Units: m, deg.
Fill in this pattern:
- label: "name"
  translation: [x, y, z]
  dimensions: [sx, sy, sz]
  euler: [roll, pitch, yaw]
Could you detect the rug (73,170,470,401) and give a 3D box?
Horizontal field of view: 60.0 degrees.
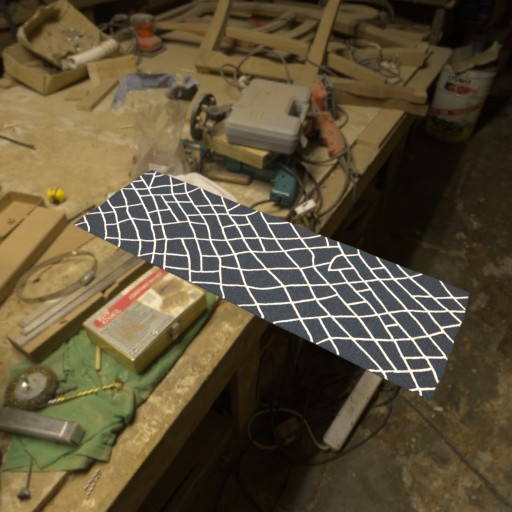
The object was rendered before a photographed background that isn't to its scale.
- label: "rug"
  translation: [0.000, 0.000, 2.804]
  dimensions: [2.476, 0.010, 0.807]
  euler: [23, 49, 22]
